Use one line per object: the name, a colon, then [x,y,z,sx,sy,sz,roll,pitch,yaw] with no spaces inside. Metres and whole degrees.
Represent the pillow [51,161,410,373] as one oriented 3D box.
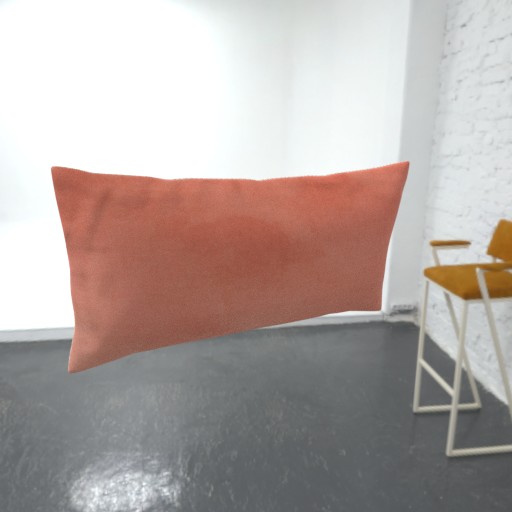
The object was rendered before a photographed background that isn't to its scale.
pillow: [0.000,0.000,0.743,0.608,0.307,0.155,-7,15,-26]
